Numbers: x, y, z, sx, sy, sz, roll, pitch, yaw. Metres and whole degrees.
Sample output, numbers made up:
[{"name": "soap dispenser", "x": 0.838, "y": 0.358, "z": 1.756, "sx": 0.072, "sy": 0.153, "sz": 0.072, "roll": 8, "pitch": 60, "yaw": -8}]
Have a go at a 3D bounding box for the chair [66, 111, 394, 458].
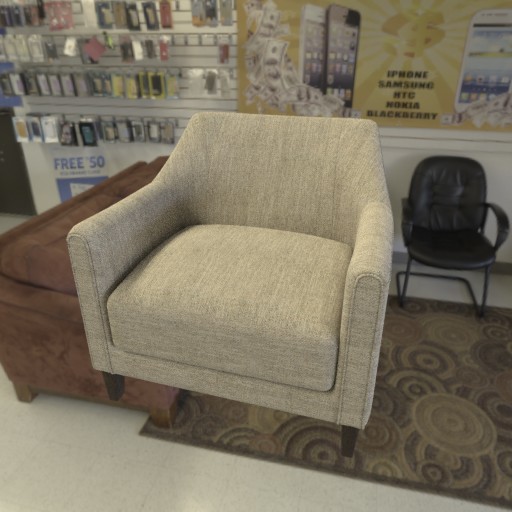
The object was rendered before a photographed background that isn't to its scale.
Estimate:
[{"name": "chair", "x": 0.000, "y": 0.000, "z": 1.392, "sx": 0.796, "sy": 0.761, "sz": 0.758, "roll": 8, "pitch": 28, "yaw": 15}]
